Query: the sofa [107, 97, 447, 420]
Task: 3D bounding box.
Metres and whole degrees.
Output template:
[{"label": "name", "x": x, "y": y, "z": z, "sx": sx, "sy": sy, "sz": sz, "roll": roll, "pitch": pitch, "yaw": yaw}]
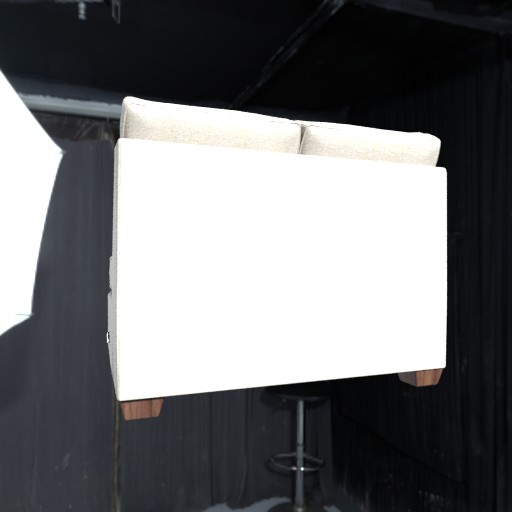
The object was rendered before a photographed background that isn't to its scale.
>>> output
[{"label": "sofa", "x": 0.000, "y": 0.000, "z": 1.954, "sx": 1.232, "sy": 1.006, "sz": 0.978, "roll": 0, "pitch": -1, "yaw": -20}]
